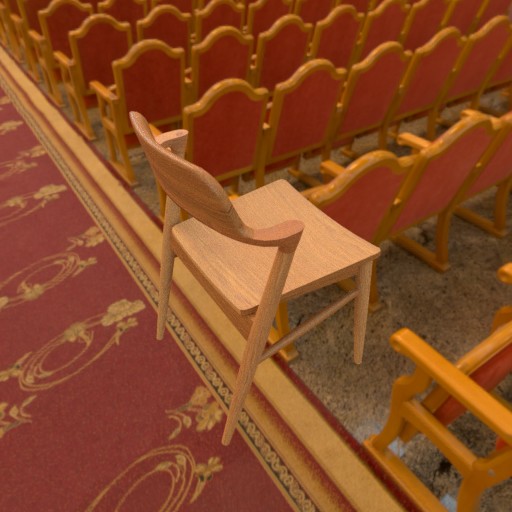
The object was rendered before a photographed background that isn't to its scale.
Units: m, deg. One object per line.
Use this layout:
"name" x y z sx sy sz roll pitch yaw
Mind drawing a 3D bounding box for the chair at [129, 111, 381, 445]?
"chair" 0.000 0.000 1.174 0.499 0.792 0.512 -23 46 -25
